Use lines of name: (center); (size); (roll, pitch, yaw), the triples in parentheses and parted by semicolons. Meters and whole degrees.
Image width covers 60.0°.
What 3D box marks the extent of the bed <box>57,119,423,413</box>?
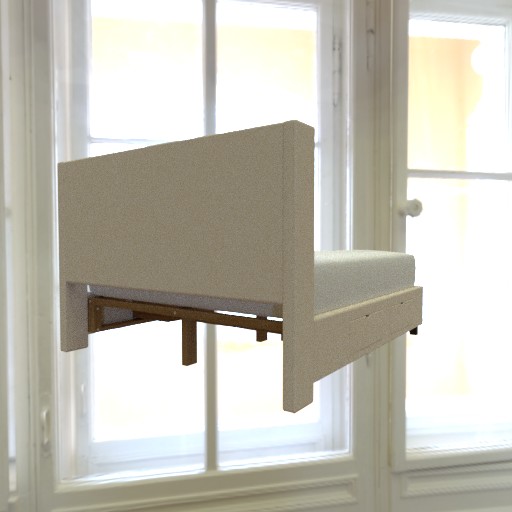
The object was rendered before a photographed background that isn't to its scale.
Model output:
bed: (0.000, 0.000, 3.734); (2.145, 1.471, 2.293); (2, 3, 36)
